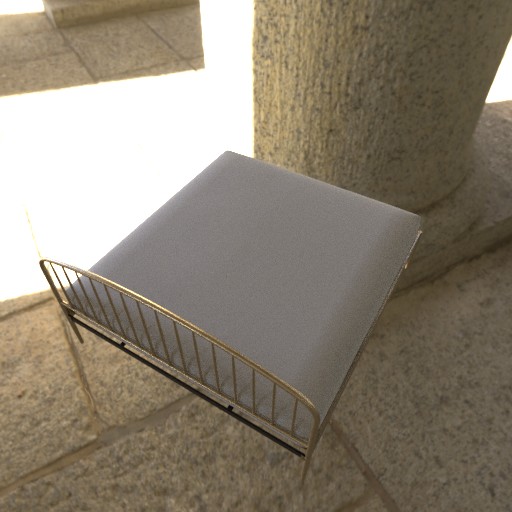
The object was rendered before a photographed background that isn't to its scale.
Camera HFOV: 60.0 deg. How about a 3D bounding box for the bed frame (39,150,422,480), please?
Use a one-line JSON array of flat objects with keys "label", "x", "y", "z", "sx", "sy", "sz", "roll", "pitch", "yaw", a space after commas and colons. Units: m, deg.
[{"label": "bed frame", "x": 0.000, "y": 0.000, "z": 3.402, "sx": 2.016, "sy": 1.174, "sz": 2.152, "roll": 24, "pitch": 51, "yaw": 21}]
